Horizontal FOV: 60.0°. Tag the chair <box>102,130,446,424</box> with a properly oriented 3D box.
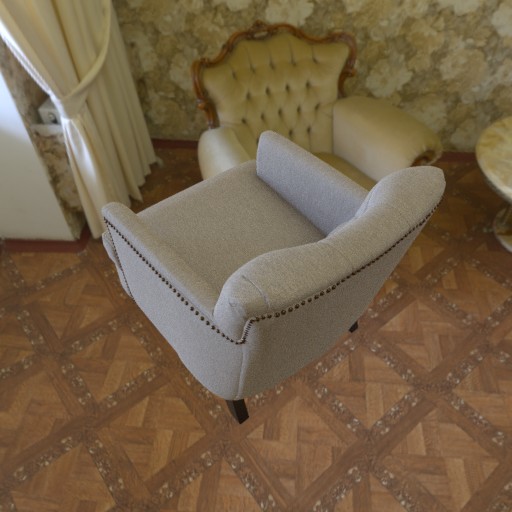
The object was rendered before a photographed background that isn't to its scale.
[{"bbox_3d":[0.000,0.000,1.517,0.737,0.823,0.902,-32,54,-26],"label":"chair"}]
